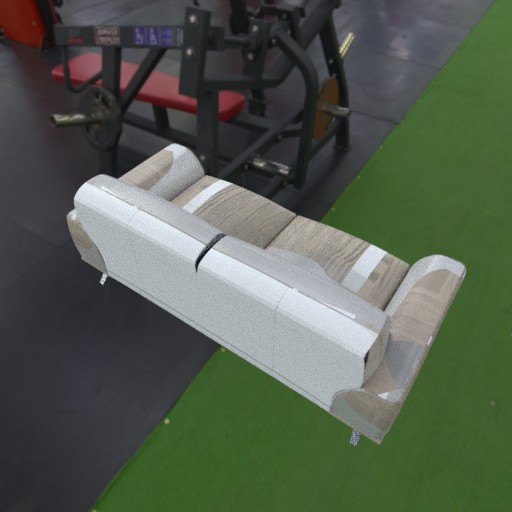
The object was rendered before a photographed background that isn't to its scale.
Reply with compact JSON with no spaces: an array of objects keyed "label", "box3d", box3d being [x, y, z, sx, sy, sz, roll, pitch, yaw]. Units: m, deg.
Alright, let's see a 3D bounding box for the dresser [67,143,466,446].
[{"label":"dresser","box3d":[0.000,0.000,5.751,4.679,1.863,2.251,27,52,23]}]
